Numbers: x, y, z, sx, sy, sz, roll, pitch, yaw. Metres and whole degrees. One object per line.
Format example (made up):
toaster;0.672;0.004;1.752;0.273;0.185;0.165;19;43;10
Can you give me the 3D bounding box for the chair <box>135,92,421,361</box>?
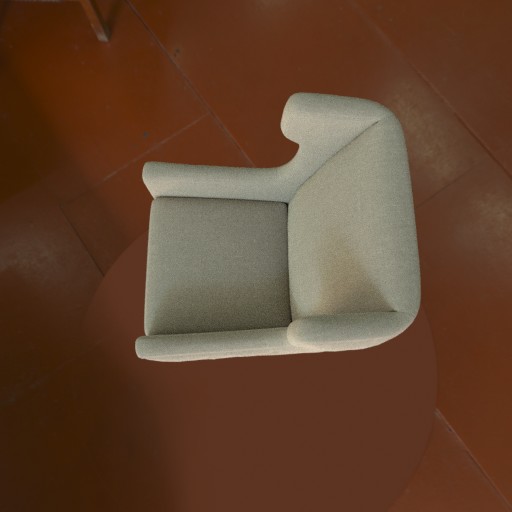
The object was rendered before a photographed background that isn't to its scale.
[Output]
chair;0.000;0.000;1.699;0.899;1.079;0.778;-1;77;0
